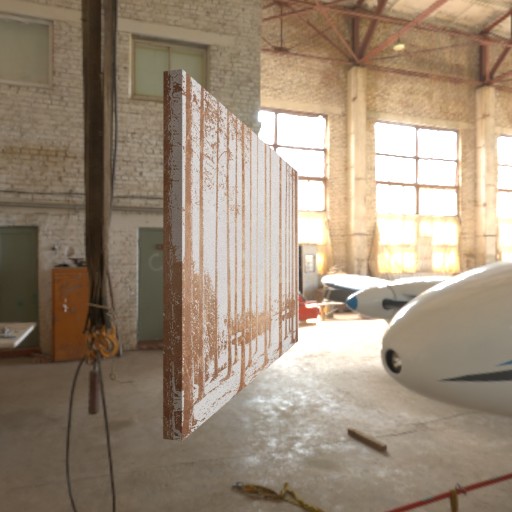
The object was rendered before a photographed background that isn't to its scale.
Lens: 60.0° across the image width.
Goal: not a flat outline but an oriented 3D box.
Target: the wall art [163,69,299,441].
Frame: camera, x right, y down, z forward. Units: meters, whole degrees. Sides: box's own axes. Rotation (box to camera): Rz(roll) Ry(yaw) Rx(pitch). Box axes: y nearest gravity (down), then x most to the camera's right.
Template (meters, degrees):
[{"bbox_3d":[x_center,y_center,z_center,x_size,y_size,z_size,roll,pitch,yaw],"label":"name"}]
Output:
[{"bbox_3d":[0.000,0.000,1.164,0.035,0.609,0.914,0,0,17],"label":"wall art"}]
